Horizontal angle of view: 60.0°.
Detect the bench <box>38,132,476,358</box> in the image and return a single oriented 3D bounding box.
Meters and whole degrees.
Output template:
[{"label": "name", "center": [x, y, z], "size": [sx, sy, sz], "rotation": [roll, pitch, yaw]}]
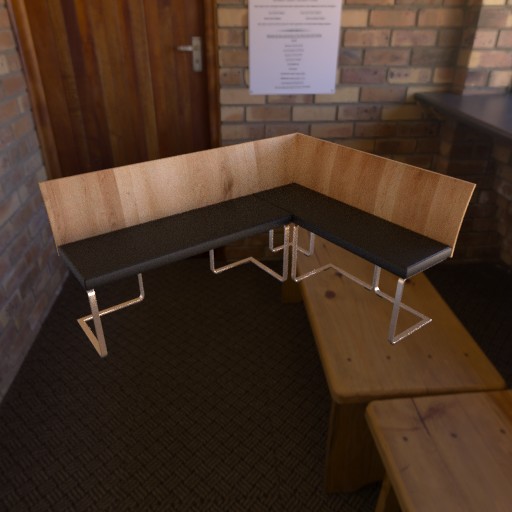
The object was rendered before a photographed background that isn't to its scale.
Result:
[{"label": "bench", "center": [0.000, 0.000, 2.706], "size": [1.945, 0.930, 1.495], "rotation": [-20, 35, -32]}]
